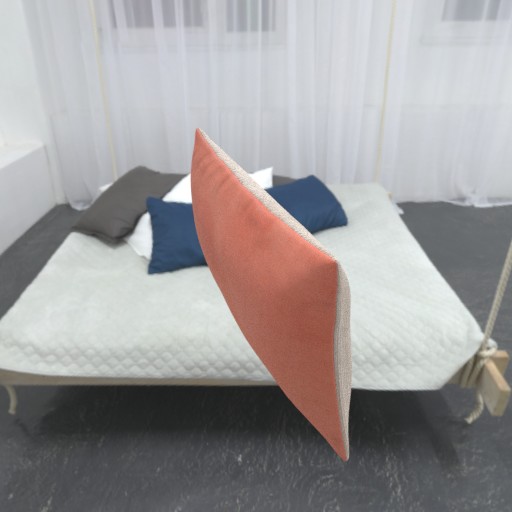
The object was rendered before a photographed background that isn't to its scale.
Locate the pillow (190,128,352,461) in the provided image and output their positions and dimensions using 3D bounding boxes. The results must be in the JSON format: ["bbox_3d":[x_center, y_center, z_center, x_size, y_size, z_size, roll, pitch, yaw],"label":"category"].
[{"bbox_3d":[0.000,0.000,0.748,0.155,0.307,0.608,-9,30,-17],"label":"pillow"}]
